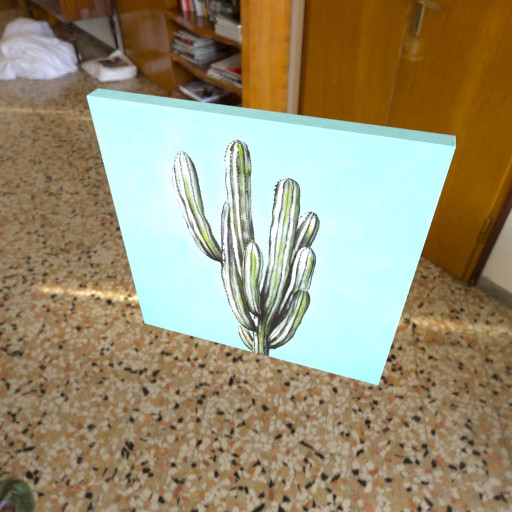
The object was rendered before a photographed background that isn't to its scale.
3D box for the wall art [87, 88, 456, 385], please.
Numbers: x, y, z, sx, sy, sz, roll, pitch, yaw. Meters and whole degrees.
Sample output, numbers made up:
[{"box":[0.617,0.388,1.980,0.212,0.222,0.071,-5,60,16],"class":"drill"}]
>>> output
[{"box":[0.000,0.000,0.905,0.603,0.603,0.036,12,43,13],"class":"wall art"}]
